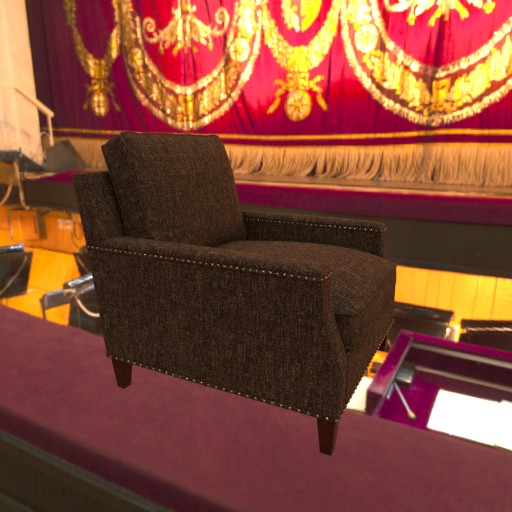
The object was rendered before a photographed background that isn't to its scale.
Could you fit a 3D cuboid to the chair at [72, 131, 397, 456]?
[{"bbox_3d":[0.000,0.000,1.752,1.014,0.943,0.853,7,16,26],"label":"chair"}]
